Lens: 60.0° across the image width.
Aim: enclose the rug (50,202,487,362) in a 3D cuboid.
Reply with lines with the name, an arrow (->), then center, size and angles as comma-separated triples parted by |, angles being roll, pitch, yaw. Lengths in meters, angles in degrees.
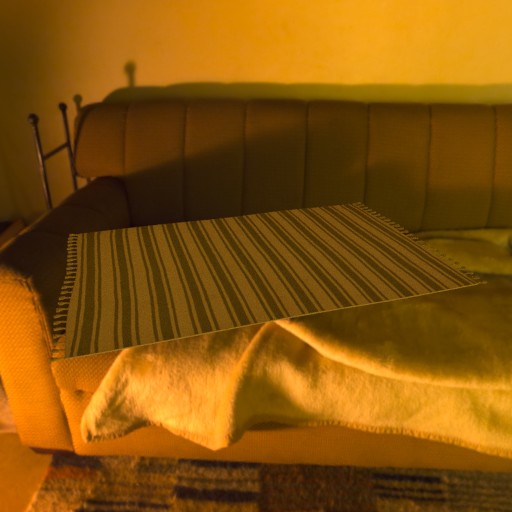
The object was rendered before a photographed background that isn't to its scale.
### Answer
rug -> 0.000, 0.000, 2.271 | 1.875, 0.013, 1.162 | -8, 27, -16
